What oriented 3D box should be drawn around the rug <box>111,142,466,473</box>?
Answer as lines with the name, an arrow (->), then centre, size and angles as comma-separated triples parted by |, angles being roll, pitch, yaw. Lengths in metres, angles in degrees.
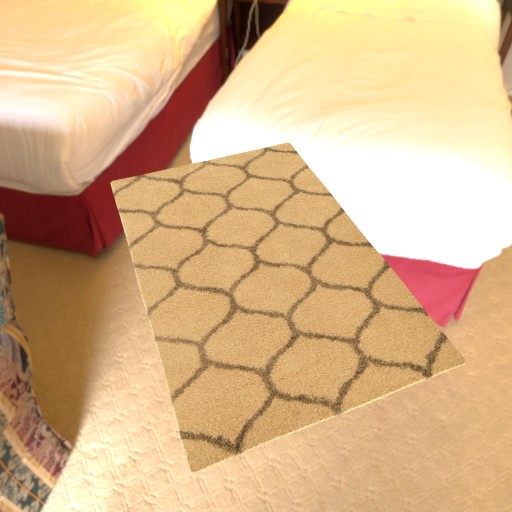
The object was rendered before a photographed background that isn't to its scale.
rug -> 0.000, 0.000, 3.424 | 1.801, 0.026, 2.701 | -16, 49, -15
